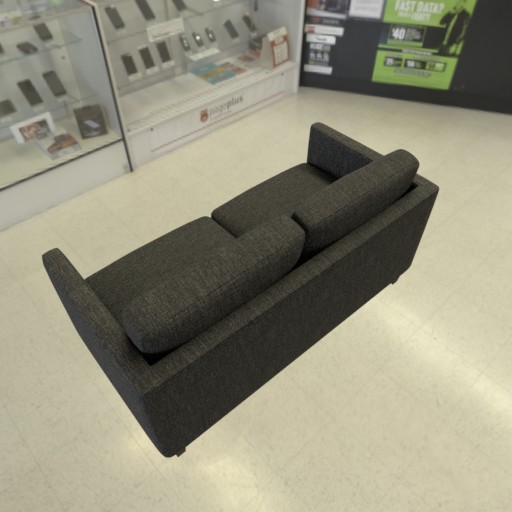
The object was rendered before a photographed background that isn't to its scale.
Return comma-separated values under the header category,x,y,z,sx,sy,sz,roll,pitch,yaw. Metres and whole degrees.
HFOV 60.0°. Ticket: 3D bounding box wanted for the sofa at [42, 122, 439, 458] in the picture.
category,x,y,z,sx,sy,sz,roll,pitch,yaw
sofa,0.000,0.000,2.419,1.884,0.963,0.950,-32,54,-27
